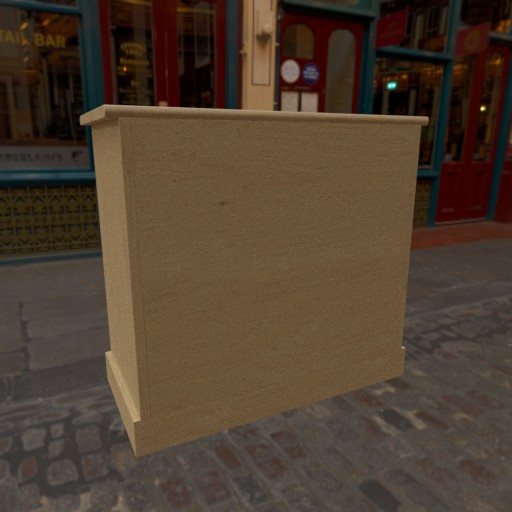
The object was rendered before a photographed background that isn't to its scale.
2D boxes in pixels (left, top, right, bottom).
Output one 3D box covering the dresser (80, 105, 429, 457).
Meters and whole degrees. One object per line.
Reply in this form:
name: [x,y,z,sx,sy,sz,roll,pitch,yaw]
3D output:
dresser: [0.000,0.000,1.390,0.915,0.835,0.440,-7,16,-26]
